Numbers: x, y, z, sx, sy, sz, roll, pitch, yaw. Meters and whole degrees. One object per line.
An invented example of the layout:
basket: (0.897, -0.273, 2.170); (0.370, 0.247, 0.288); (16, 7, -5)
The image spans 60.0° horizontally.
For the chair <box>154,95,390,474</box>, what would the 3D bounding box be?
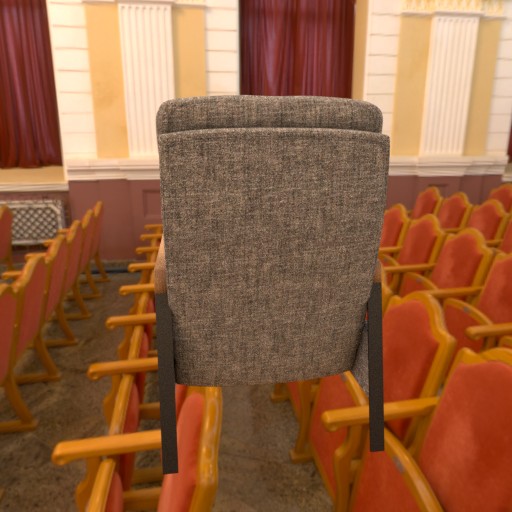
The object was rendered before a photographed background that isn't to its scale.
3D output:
chair: (0.000, 0.000, 1.596); (0.671, 1.042, 0.868); (-2, 15, -8)
